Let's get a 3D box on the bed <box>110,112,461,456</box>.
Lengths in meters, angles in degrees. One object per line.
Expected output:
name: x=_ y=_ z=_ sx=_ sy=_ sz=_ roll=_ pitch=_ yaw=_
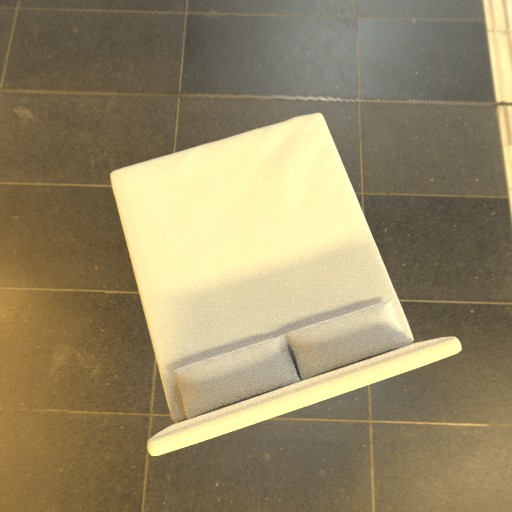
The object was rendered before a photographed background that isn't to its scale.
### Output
bed: x=0.000 y=0.000 z=3.604 sx=2.119 sy=1.317 sz=2.341 roll=-17 pitch=75 yaw=-5
